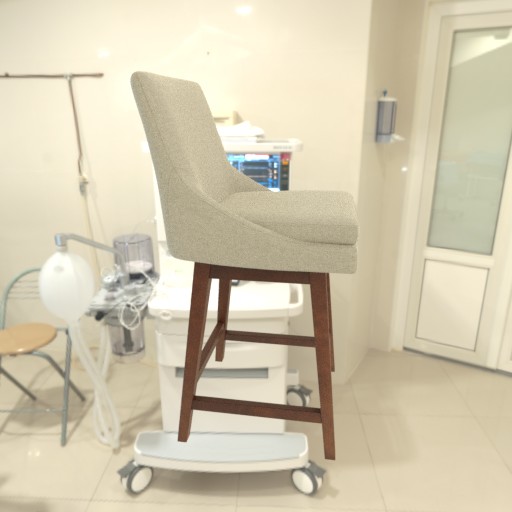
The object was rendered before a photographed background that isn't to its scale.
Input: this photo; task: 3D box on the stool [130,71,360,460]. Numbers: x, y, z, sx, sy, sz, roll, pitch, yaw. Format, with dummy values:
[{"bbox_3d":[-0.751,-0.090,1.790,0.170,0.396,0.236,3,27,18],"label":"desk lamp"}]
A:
[{"bbox_3d":[0.000,0.000,1.305,0.559,0.991,0.469,3,18,9],"label":"stool"}]
